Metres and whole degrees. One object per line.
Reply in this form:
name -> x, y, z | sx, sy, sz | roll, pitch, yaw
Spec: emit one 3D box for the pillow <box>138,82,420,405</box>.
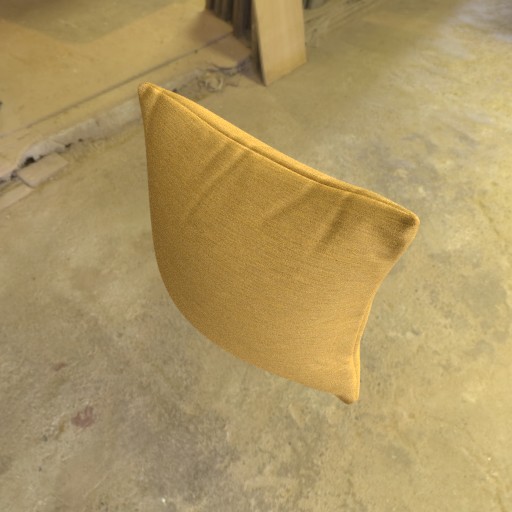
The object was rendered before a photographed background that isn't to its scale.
pillow -> 0.000, 0.000, 0.677 | 0.435, 0.417, 0.247 | 33, 56, 27
